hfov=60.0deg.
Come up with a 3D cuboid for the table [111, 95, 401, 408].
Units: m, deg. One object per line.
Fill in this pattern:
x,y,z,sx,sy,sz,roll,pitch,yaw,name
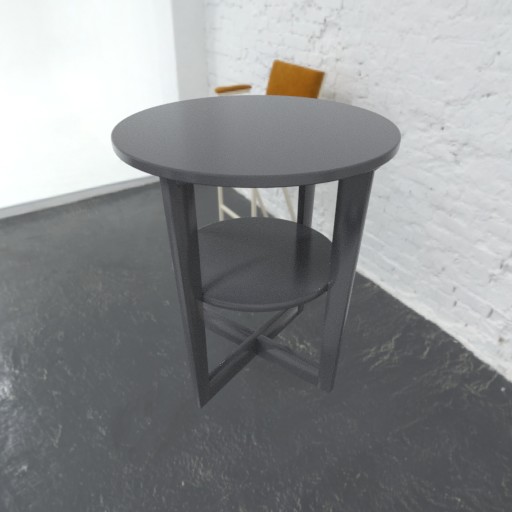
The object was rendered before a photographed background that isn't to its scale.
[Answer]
0.000,0.000,0.934,0.500,0.550,0.500,0,31,0,table
